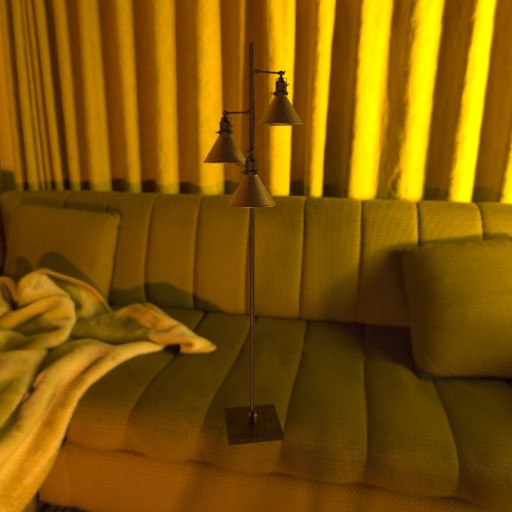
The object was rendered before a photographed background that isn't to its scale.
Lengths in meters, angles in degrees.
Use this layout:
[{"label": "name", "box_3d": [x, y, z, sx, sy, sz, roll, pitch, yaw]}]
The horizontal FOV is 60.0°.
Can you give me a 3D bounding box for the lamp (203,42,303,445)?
[{"label": "lamp", "box_3d": [0.000, 0.000, 1.928, 0.428, 1.716, 0.415, -2, 14, -9]}]
